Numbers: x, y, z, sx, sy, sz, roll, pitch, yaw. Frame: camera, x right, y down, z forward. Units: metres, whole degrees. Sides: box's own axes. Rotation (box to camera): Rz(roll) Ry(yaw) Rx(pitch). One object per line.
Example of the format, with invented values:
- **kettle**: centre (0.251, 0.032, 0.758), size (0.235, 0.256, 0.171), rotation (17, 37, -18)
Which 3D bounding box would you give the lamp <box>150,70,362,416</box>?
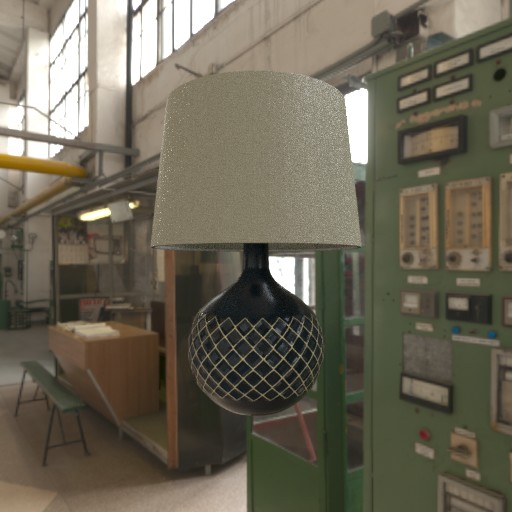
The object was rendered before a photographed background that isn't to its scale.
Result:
- **lamp**: centre (0.000, 0.000, 0.809), size (0.376, 0.540, 0.376), rotation (0, -1, 0)
